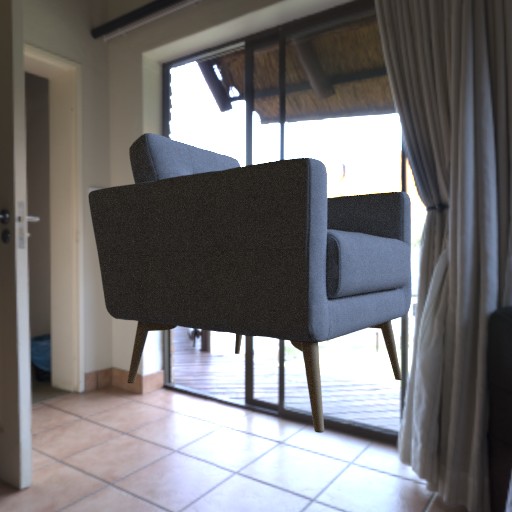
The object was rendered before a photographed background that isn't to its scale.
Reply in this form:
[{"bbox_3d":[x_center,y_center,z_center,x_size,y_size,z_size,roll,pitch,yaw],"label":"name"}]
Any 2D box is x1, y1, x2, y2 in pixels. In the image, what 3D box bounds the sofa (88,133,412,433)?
[{"bbox_3d":[0.000,0.000,1.559,0.920,0.860,0.770,0,-1,36],"label":"sofa"}]
